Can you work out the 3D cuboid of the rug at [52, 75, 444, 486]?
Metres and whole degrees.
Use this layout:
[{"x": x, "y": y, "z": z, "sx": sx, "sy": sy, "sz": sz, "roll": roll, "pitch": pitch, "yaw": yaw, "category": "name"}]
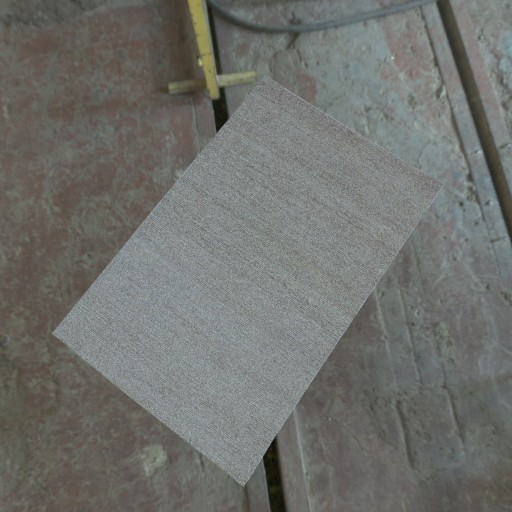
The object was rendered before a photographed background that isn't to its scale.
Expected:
[{"x": 0.000, "y": 0.000, "z": 2.235, "sx": 1.154, "sy": 0.021, "sz": 1.792, "roll": 35, "pitch": 78, "yaw": 8, "category": "rug"}]
